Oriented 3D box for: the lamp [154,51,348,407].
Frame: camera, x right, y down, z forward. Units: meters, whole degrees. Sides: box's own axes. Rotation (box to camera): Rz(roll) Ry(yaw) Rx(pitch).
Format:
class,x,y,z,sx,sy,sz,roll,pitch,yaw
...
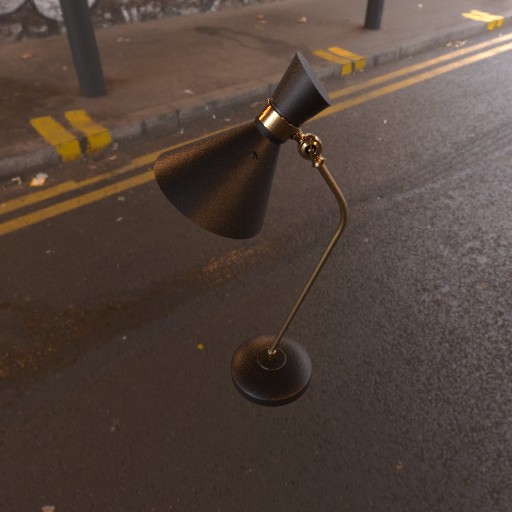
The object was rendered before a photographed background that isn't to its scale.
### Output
class,x,y,z,sx,sy,sz,roll,pitch,yaw
lamp,0.000,0.000,0.755,0.292,0.647,0.189,0,39,0
